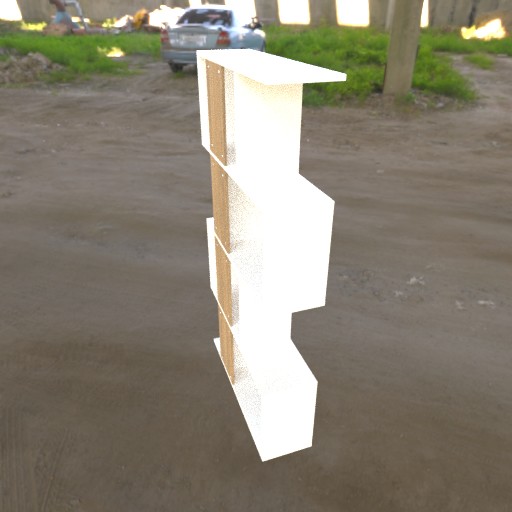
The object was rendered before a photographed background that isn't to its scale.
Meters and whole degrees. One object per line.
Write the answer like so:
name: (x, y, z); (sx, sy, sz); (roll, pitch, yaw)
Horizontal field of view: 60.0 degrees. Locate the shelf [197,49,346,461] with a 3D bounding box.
shelf: (0.000, 0.000, 2.031); (0.250, 1.650, 0.890); (-10, 31, -17)
